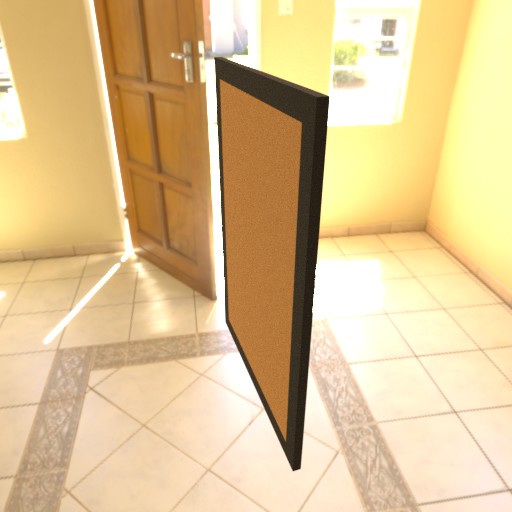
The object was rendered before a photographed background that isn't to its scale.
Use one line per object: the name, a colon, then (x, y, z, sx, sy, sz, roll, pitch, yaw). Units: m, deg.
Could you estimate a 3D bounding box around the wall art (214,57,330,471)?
wall art: (0.000, 0.000, 0.689, 0.013, 0.534, 0.380, -9, 31, -16)
